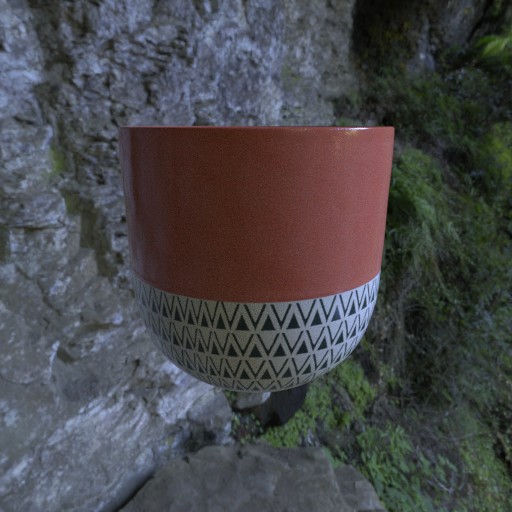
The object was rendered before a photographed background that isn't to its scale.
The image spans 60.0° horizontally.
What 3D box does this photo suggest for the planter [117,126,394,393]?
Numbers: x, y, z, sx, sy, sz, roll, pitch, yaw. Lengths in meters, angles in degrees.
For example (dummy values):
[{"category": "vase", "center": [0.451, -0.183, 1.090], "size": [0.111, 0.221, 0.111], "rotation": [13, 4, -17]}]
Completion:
[{"category": "planter", "center": [0.000, 0.000, 0.481], "size": [0.266, 0.270, 0.266], "rotation": [0, 16, 0]}]
